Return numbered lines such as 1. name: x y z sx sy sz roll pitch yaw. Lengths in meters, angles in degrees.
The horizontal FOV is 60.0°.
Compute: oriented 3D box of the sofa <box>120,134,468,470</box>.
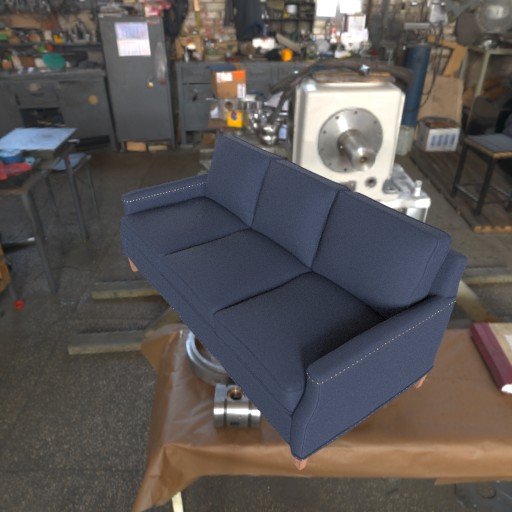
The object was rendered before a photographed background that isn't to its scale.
1. sofa: 0.000 0.000 2.867 1.084 1.003 2.246 -20 37 -29
